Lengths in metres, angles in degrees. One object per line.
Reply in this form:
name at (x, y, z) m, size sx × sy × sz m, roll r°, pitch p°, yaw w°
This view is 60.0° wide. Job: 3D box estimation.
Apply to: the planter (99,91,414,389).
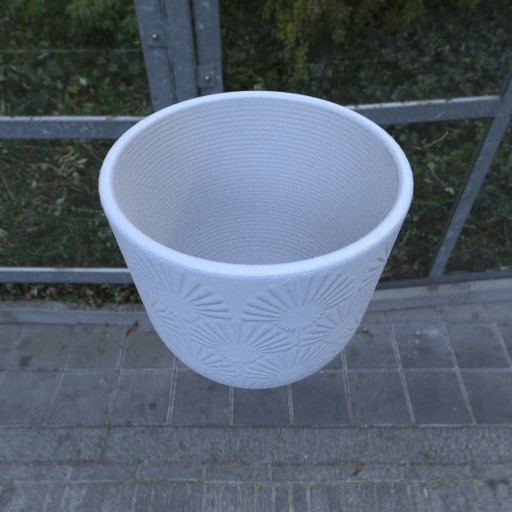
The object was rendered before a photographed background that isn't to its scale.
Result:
planter at (0.000, 0.000, 0.298) m, size 0.170 × 0.152 × 0.170 m, roll 0°, pitch 46°, yaw 0°
